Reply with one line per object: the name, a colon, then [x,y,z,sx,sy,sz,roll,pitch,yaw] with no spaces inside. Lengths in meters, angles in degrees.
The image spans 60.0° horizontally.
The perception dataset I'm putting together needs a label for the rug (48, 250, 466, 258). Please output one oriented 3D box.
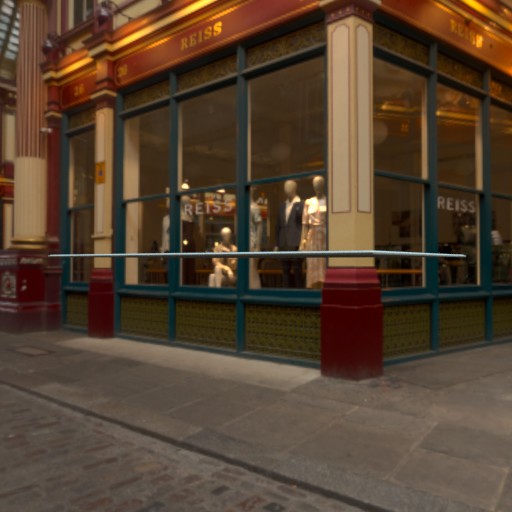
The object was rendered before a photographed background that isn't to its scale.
rug: [0.000,0.000,2.877,2.205,0.014,1.589,0,-1,36]
